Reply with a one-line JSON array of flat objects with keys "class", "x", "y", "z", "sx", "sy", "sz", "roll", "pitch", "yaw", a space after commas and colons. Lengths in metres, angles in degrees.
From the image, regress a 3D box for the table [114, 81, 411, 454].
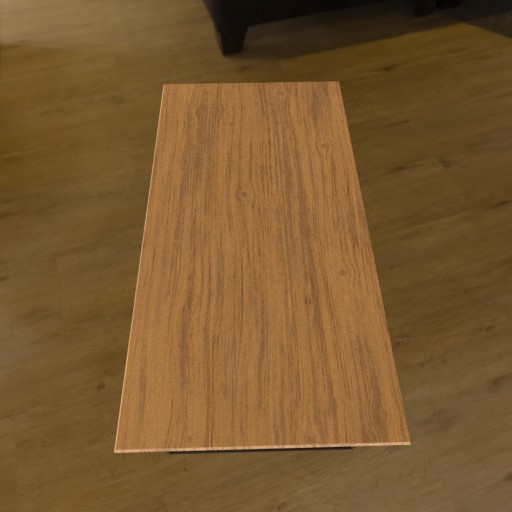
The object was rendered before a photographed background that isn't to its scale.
[{"class": "table", "x": 0.000, "y": 0.000, "z": 1.568, "sx": 0.693, "sy": 0.445, "sz": 1.331, "roll": -1, "pitch": 58, "yaw": -1}]
